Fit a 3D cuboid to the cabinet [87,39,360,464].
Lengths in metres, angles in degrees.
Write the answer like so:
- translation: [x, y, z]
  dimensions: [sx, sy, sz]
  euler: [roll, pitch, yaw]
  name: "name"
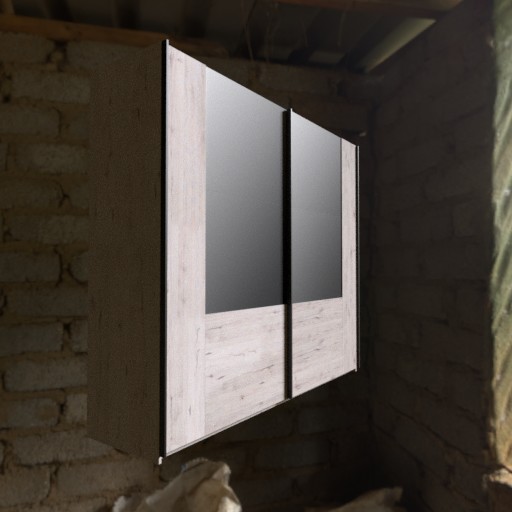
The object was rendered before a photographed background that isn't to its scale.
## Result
- translation: [0.000, 0.000, 3.463]
  dimensions: [0.660, 2.180, 2.500]
  euler: [-1, -2, 36]
  name: "cabinet"
